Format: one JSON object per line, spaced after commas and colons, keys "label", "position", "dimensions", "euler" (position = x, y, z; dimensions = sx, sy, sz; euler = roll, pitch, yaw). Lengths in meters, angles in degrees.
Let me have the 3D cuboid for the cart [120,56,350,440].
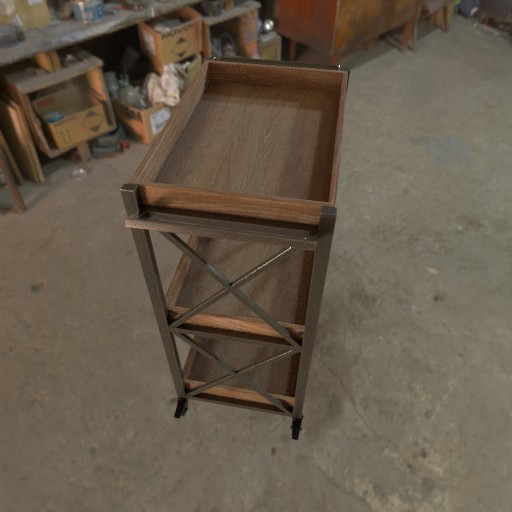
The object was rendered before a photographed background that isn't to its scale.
{"label": "cart", "position": [0.000, 0.000, 1.225], "dimensions": [0.377, 0.835, 0.673], "euler": [8, 47, 7]}
